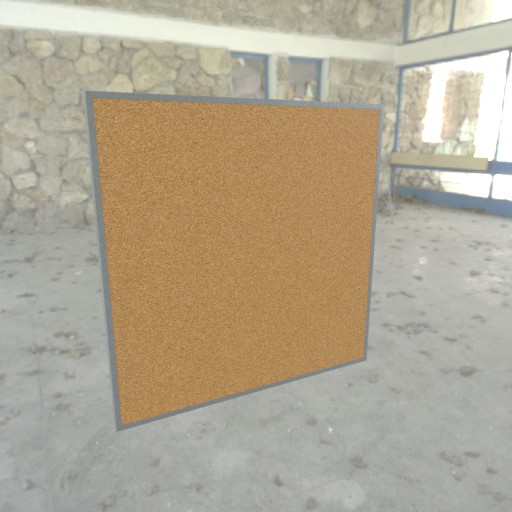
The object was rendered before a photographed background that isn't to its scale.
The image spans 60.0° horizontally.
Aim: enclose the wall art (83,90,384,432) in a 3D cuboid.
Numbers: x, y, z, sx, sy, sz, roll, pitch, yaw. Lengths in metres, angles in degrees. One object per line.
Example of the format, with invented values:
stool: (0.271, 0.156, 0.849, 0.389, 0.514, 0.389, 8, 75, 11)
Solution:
wall art: (0.000, 0.000, 1.207, 0.809, 0.807, 0.038, -8, 17, -27)
